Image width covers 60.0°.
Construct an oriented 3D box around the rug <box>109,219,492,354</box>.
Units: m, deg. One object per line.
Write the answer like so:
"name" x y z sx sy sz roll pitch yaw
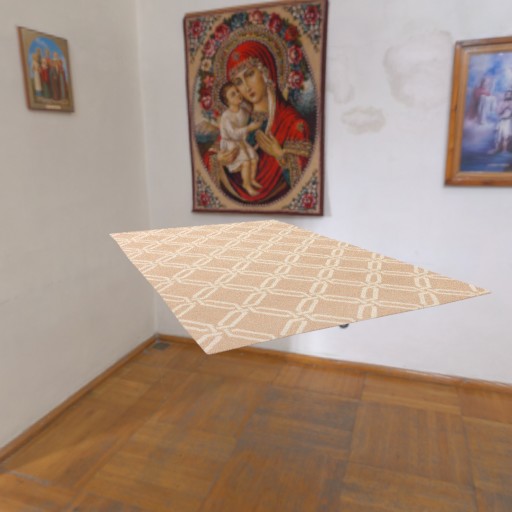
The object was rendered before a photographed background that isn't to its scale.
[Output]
"rug" 0.000 0.000 2.179 1.146 0.010 1.745 -7 16 -25
